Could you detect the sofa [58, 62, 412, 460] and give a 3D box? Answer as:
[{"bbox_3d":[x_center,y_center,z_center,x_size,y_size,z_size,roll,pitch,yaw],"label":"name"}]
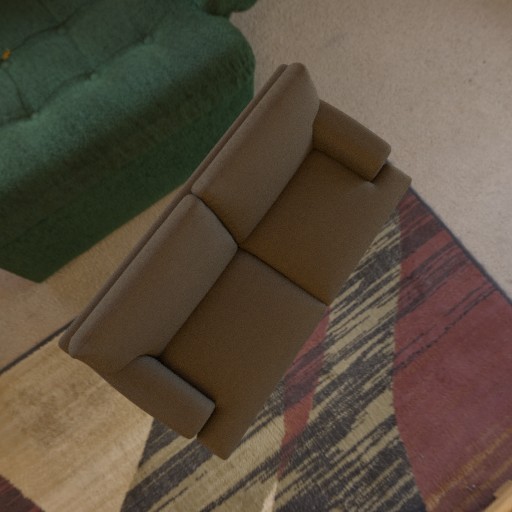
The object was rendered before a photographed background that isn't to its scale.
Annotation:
[{"bbox_3d":[0.000,0.000,2.839,1.140,0.950,2.271,34,78,8],"label":"sofa"}]
